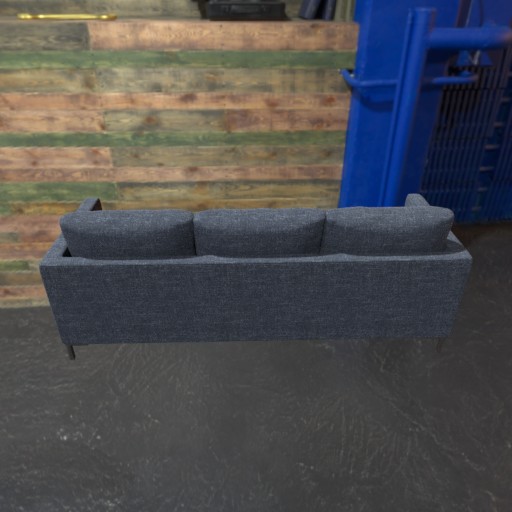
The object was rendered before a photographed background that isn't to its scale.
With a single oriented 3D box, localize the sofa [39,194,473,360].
[{"bbox_3d":[0.000,0.000,2.711,2.218,0.874,0.859,-1,32,-1],"label":"sofa"}]
